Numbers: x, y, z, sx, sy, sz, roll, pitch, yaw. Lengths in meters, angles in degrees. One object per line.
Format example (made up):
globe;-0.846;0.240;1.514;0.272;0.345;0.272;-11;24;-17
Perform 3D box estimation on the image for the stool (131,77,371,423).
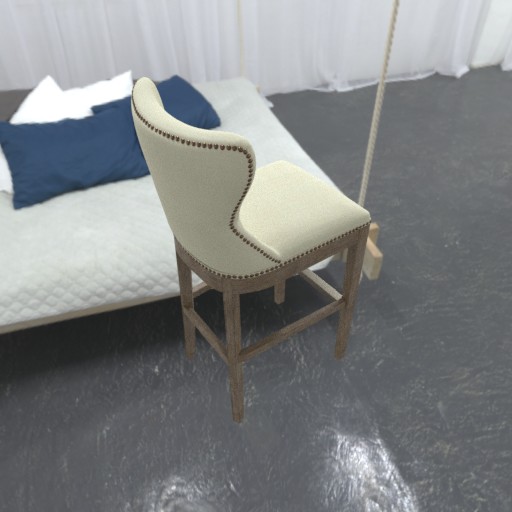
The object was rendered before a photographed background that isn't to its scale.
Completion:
stool;0.000;0.000;1.469;0.606;1.123;0.494;-26;47;-27
